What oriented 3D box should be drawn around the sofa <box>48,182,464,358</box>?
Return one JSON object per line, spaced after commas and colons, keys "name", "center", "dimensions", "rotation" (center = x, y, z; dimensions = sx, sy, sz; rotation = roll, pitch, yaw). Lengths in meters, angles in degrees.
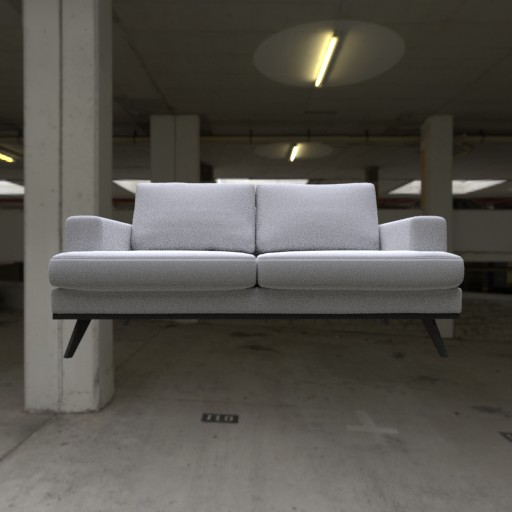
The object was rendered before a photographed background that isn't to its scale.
{"name": "sofa", "center": [0.000, 0.000, 2.183], "dimensions": [1.650, 0.810, 0.920], "rotation": [0, 0, -1]}
